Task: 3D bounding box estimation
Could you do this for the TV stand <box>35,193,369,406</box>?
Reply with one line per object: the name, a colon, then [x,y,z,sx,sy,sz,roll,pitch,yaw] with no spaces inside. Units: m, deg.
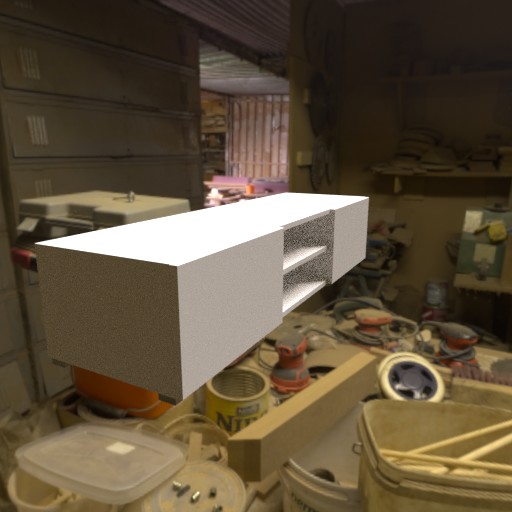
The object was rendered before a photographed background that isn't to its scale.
TV stand: [0.000,0.000,1.575,0.420,0.310,1.400,7,15,28]
